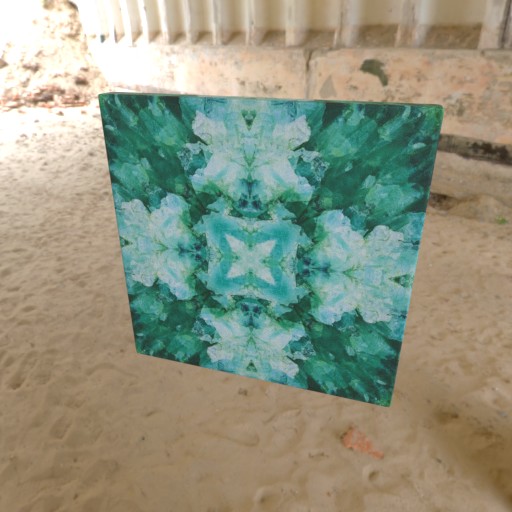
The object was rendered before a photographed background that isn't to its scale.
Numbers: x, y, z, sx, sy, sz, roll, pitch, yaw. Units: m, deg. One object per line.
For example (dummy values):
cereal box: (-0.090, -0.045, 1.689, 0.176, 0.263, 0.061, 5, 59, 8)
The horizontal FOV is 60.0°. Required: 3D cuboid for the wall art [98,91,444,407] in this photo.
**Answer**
wall art: (0.000, 0.000, 0.752, 0.507, 0.508, 0.038, 8, 28, 15)
